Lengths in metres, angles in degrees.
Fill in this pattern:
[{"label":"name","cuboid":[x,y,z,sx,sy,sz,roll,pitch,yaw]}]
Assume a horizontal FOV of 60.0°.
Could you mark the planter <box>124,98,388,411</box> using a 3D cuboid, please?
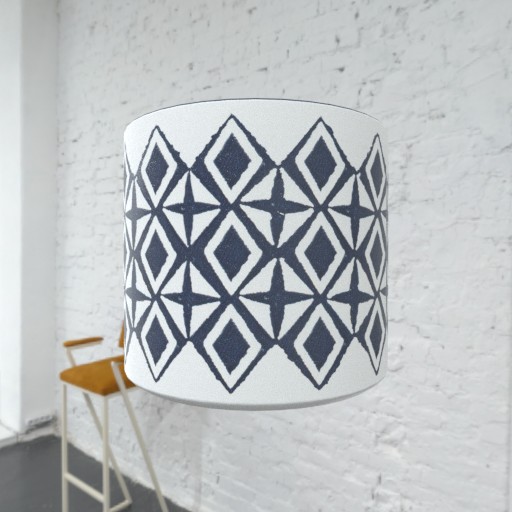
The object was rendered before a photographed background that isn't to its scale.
[{"label":"planter","cuboid":[0.000,0.000,0.318,0.182,0.165,0.182,0,1,0]}]
